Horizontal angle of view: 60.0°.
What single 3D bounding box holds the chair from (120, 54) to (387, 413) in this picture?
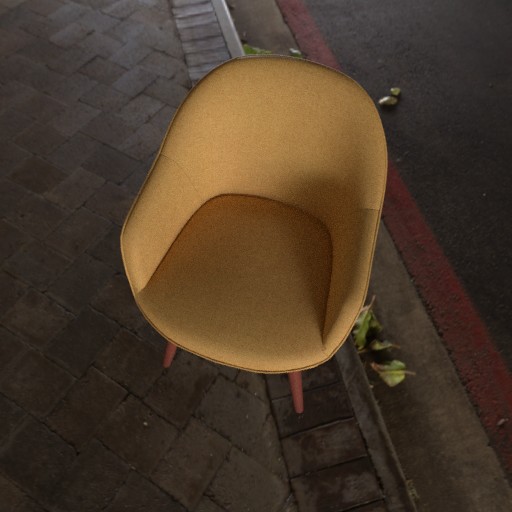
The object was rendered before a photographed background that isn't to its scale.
[{"bbox_3d":[0.000,0.000,1.237,0.596,0.823,0.635,16,59,10],"label":"chair"}]
